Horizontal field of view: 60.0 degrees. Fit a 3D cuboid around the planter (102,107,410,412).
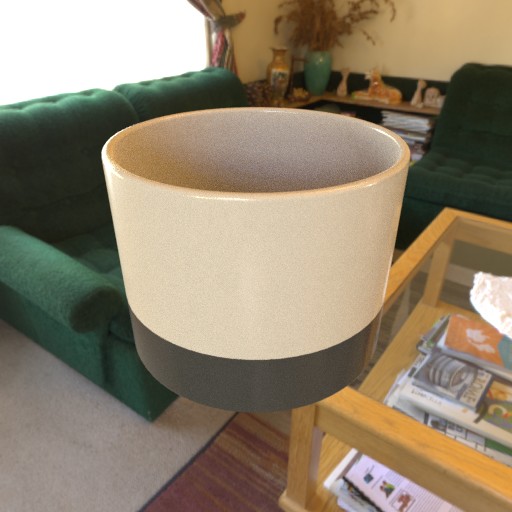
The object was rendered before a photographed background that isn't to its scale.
[{"bbox_3d":[0.000,0.000,0.332,0.193,0.177,0.193,0,30,0],"label":"planter"}]
